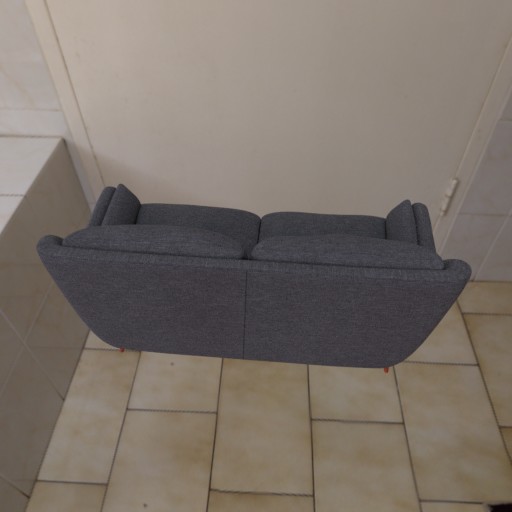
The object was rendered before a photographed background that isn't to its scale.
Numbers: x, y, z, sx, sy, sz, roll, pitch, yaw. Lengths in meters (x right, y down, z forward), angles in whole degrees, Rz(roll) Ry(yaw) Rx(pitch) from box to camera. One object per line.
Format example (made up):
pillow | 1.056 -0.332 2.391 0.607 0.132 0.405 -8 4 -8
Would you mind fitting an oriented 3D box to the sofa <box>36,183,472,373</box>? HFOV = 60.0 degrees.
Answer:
sofa | 0.000 0.000 2.428 1.929 0.896 0.975 4 47 3
